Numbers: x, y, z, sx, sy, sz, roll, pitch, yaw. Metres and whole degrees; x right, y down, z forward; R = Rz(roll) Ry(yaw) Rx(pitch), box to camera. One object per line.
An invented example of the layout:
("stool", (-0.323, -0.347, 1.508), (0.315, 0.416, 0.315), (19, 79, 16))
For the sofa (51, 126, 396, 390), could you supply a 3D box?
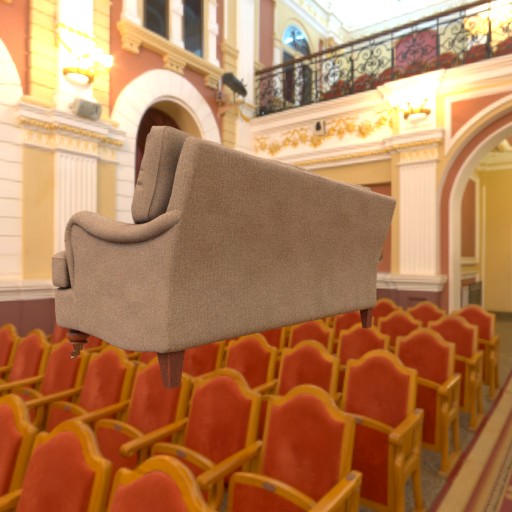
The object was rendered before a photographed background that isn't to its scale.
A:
("sofa", (0.000, 0.000, 2.809), (1.069, 1.096, 2.193), (0, 0, 37))
